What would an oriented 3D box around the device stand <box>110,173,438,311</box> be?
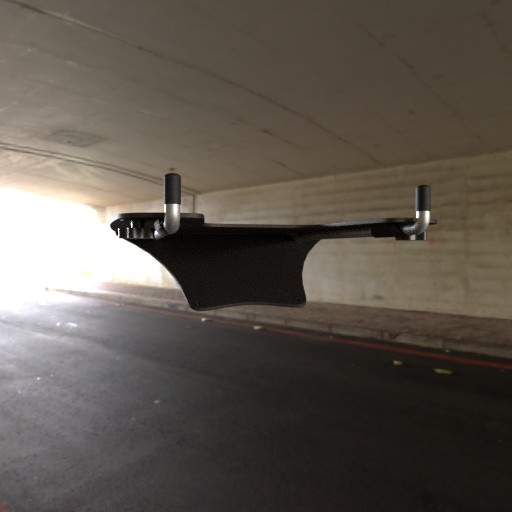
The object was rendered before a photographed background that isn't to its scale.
[{"bbox_3d":[0.000,0.000,0.365,0.230,0.092,0.230,0,1,-16],"label":"device stand"}]
